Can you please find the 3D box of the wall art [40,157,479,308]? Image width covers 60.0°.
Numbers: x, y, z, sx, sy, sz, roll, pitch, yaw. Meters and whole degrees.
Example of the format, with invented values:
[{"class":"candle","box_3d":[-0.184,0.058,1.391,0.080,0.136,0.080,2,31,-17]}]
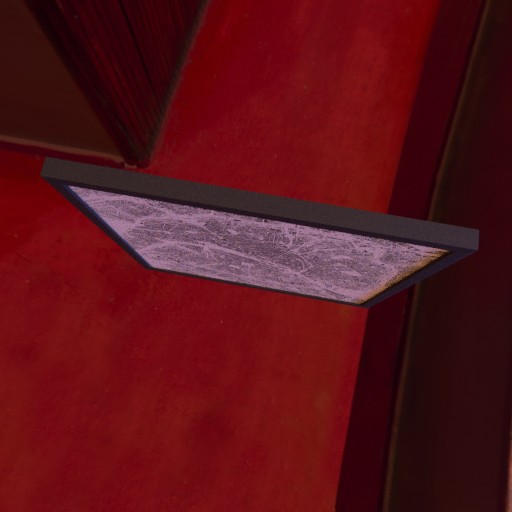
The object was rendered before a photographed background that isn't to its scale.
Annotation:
[{"class":"wall art","box_3d":[0.000,0.000,1.132,0.763,0.763,0.037,10,76,2]}]
